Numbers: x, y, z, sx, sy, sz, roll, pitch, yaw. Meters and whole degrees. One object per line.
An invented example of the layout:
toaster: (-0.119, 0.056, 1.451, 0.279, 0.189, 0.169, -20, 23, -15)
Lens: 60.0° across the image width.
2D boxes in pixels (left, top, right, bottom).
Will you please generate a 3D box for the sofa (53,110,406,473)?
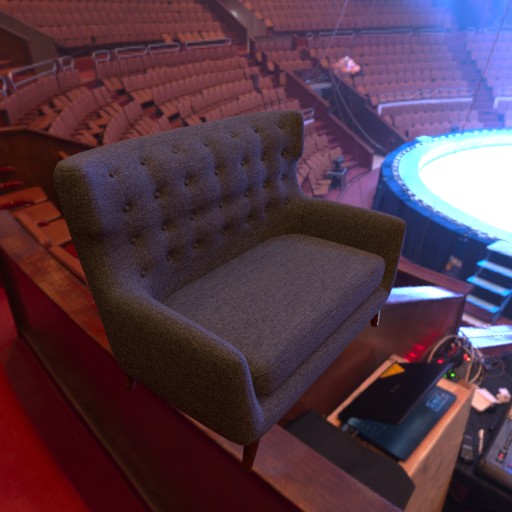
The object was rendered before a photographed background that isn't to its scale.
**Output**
sofa: (0.000, 0.000, 1.945, 0.874, 1.028, 1.358, 19, 33, 33)
